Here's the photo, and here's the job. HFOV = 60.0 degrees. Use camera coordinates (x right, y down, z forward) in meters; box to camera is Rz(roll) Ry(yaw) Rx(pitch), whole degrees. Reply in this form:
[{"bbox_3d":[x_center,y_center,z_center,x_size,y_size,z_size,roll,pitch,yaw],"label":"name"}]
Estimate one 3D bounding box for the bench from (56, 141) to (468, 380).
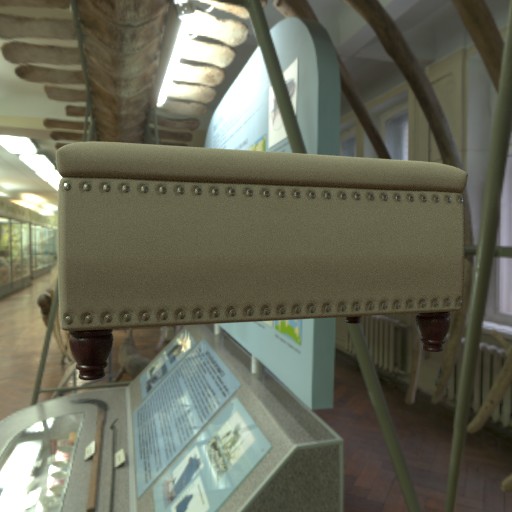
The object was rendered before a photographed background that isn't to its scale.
[{"bbox_3d":[0.000,0.000,1.144,0.887,0.449,0.500,0,2,-17],"label":"bench"}]
